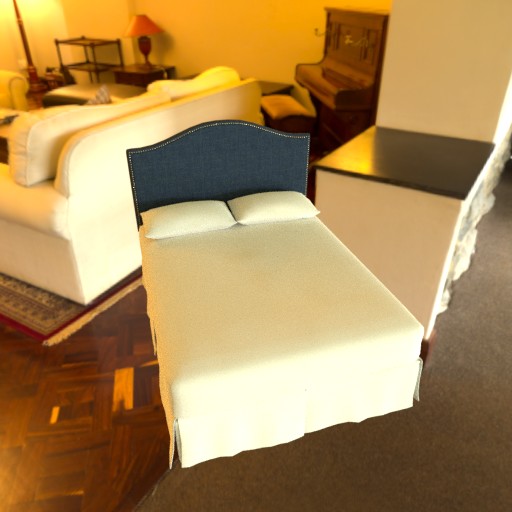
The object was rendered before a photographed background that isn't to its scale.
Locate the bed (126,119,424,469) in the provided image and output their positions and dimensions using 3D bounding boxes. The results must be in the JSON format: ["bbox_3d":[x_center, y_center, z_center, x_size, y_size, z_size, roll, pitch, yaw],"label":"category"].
[{"bbox_3d":[0.000,0.000,3.311,1.713,1.518,2.153,-9,32,-15],"label":"bed"}]
